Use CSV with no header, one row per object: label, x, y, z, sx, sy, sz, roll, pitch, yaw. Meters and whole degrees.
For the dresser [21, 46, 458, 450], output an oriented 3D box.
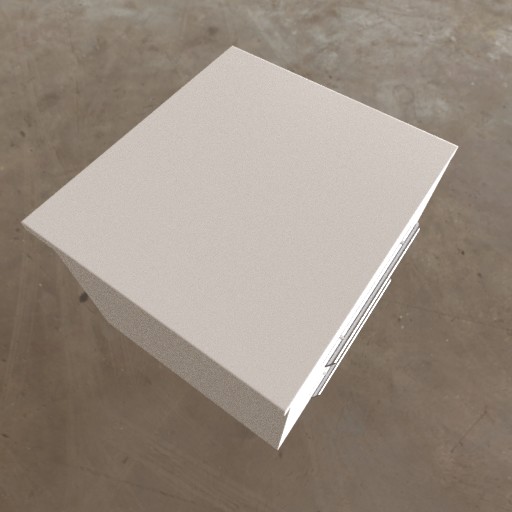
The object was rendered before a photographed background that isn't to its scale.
dresser,0.000,0.000,0.725,0.400,0.360,0.430,31,64,17
